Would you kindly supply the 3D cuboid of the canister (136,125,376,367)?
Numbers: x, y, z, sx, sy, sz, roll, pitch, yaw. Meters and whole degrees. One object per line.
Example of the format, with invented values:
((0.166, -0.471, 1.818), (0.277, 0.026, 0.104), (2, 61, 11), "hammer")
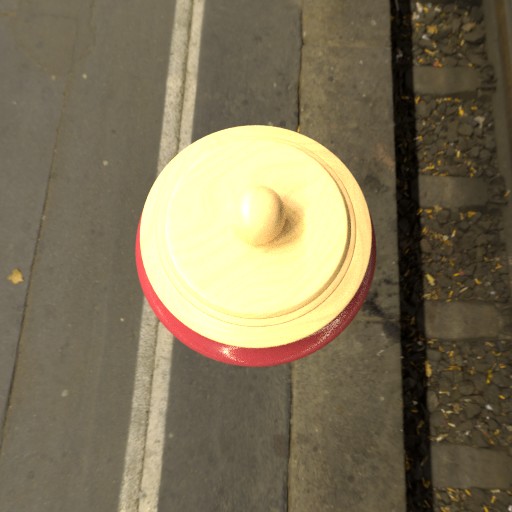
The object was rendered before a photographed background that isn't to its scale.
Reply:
((0.000, 0.000, 0.267), (0.130, 0.176, 0.130), (0, 76, 0), "canister")
